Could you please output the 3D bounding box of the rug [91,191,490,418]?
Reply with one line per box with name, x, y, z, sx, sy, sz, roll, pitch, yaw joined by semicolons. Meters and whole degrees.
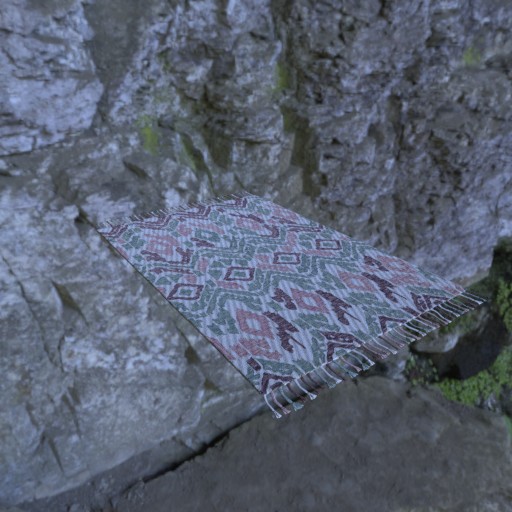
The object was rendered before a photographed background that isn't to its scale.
rug;0.000;0.000;2.981;1.524;0.011;2.438;-17;31;-31
